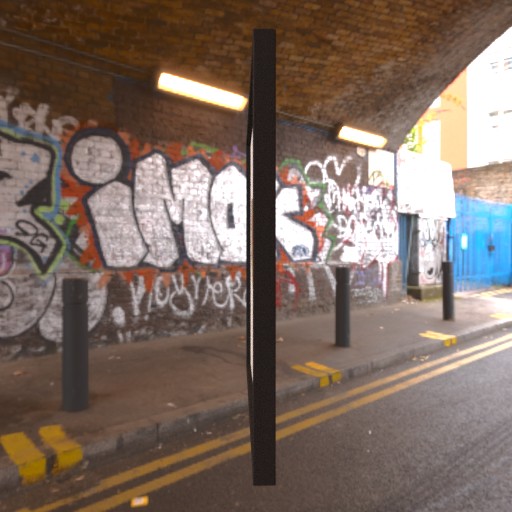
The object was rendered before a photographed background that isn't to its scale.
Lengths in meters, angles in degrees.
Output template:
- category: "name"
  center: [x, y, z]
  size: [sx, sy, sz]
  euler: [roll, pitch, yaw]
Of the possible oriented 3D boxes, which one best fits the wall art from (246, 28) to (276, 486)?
- category: "wall art"
  center: [0.000, 0.000, 1.119]
  size: [0.038, 0.762, 0.762]
  euler: [0, 1, -2]
